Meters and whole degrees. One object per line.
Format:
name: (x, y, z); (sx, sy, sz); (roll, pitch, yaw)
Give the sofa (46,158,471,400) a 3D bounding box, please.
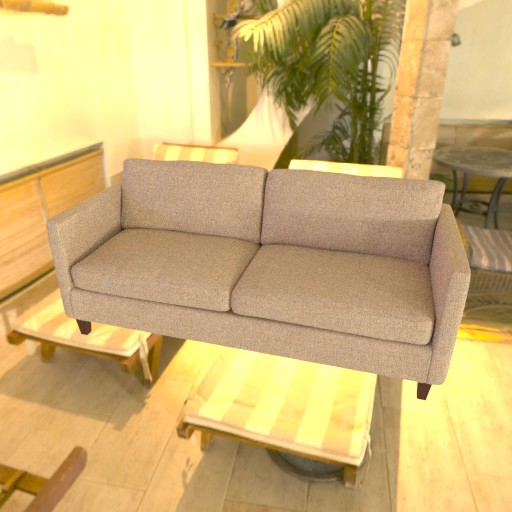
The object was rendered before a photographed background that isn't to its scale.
sofa: (0.000, 0.000, 2.673); (2.208, 0.965, 0.951); (7, 27, 14)
